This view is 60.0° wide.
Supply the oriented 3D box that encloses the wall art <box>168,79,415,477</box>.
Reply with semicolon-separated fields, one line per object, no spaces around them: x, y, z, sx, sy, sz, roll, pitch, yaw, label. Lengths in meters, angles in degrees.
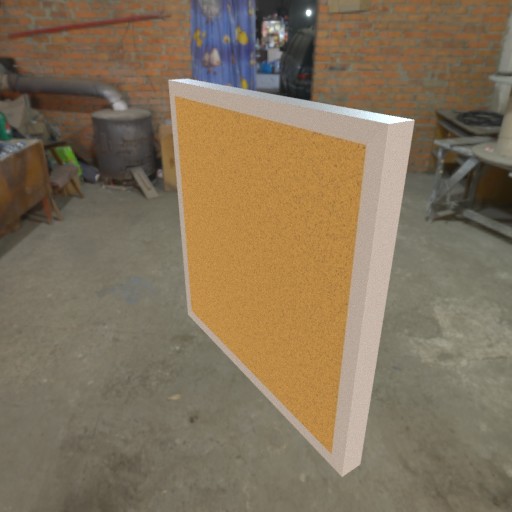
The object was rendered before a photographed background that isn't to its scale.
0.000;0.000;1.868;0.098;1.291;1.289;-17;32;-30;wall art
